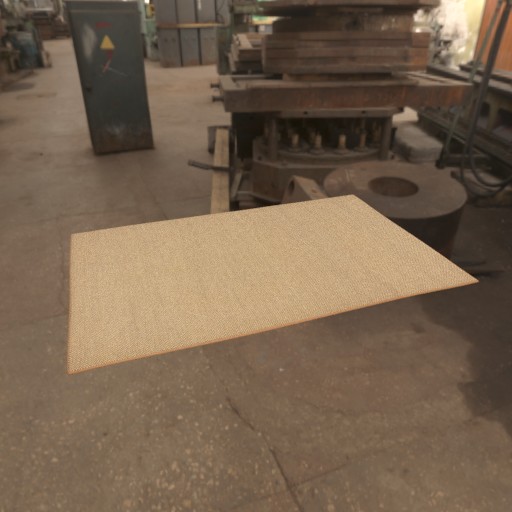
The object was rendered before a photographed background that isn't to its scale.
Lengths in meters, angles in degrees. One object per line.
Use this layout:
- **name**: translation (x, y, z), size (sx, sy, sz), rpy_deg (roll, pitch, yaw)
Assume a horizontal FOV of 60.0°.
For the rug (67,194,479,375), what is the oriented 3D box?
- **rug**: translation (0.000, 0.000, 2.114), size (1.678, 0.013, 1.078), rpy_deg (-10, 31, -17)
